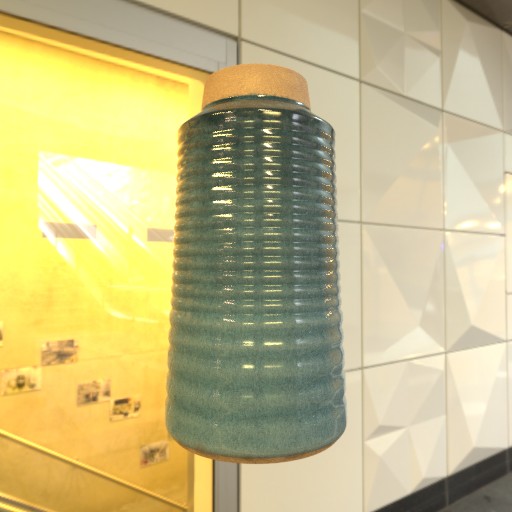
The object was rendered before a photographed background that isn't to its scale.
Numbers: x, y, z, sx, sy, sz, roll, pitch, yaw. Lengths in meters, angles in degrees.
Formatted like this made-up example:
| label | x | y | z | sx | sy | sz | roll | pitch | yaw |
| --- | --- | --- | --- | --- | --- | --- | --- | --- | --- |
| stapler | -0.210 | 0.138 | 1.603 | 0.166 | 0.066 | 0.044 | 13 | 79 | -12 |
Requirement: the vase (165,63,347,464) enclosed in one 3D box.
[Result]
| label | x | y | z | sx | sy | sz | roll | pitch | yaw |
| --- | --- | --- | --- | --- | --- | --- | --- | --- | --- |
| vase | 0.000 | 0.000 | 0.409 | 0.163 | 0.316 | 0.163 | 0 | -2 | 0 |
